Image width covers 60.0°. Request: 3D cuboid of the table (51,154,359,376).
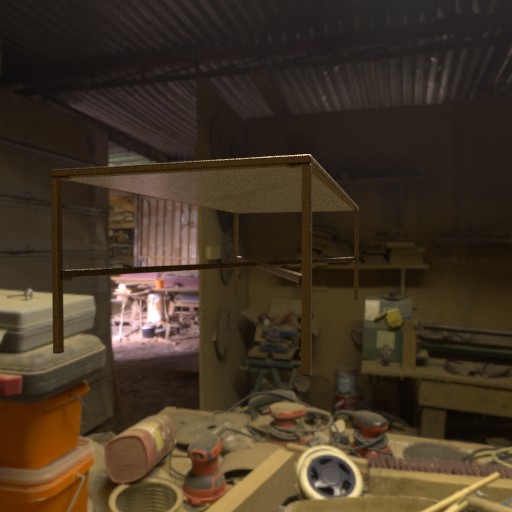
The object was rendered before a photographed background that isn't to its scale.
[{"bbox_3d":[0.000,0.000,1.465,0.577,0.405,1.197,0,2,17],"label":"table"}]
